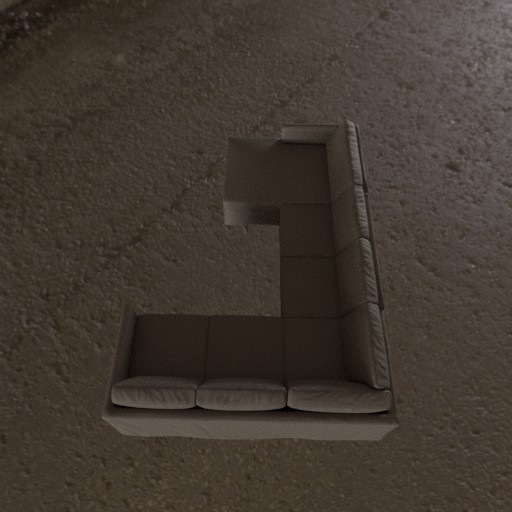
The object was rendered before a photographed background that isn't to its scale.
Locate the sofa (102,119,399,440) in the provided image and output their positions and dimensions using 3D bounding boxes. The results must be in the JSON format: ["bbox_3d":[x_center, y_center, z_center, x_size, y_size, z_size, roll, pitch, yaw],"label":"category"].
[{"bbox_3d":[0.000,0.000,4.683,2.476,0.878,3.528,1,58,1],"label":"sofa"}]
